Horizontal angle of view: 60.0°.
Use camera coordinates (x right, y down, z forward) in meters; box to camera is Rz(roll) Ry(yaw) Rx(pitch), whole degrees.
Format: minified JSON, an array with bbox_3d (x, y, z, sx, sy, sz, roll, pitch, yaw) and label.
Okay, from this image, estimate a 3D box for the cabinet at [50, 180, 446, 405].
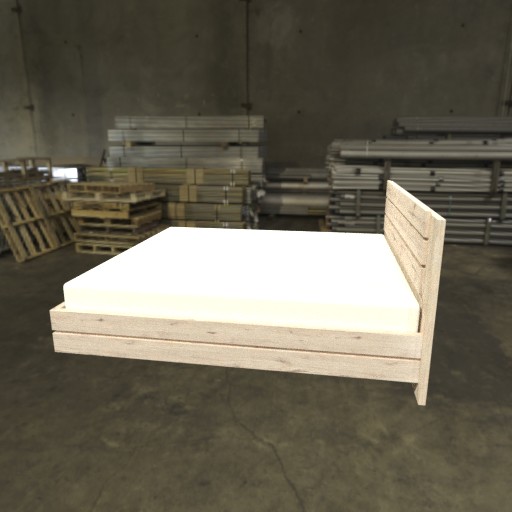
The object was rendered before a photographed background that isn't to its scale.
[{"bbox_3d":[0.000,0.000,3.224,2.080,0.970,1.950,3,15,9],"label":"cabinet"}]
